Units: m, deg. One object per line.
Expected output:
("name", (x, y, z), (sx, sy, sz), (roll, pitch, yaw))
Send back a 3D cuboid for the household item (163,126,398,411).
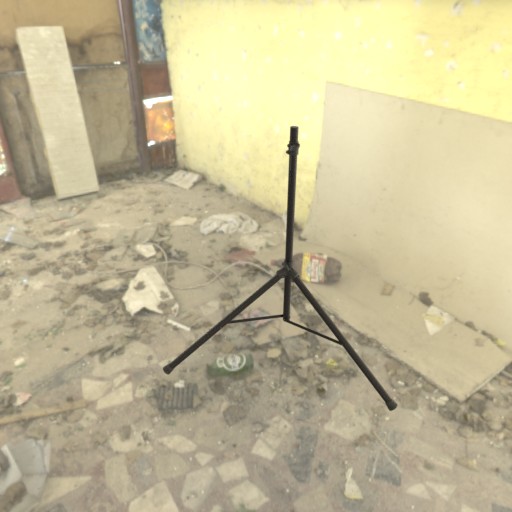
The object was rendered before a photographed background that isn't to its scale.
("household item", (0.000, 0.000, 2.824), (1.339, 1.595, 1.596), (-9, 31, -16))
